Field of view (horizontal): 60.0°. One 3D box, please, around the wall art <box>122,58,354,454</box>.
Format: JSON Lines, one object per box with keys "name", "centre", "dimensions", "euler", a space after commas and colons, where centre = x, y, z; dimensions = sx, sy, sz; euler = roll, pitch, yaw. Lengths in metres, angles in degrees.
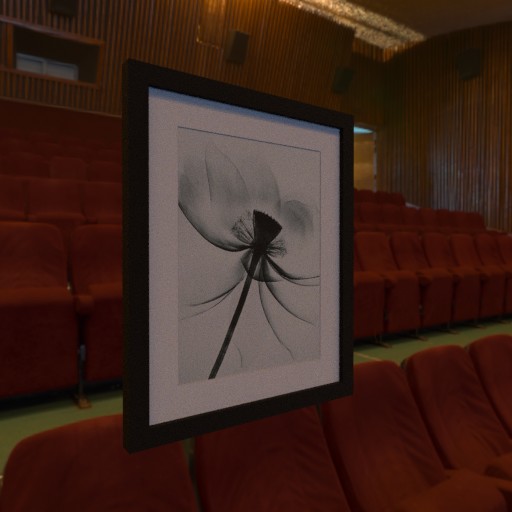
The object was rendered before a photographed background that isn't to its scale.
{"name": "wall art", "centre": [0.000, 0.000, 0.768], "dimensions": [0.457, 0.559, 0.029], "euler": [0, 1, -35]}
